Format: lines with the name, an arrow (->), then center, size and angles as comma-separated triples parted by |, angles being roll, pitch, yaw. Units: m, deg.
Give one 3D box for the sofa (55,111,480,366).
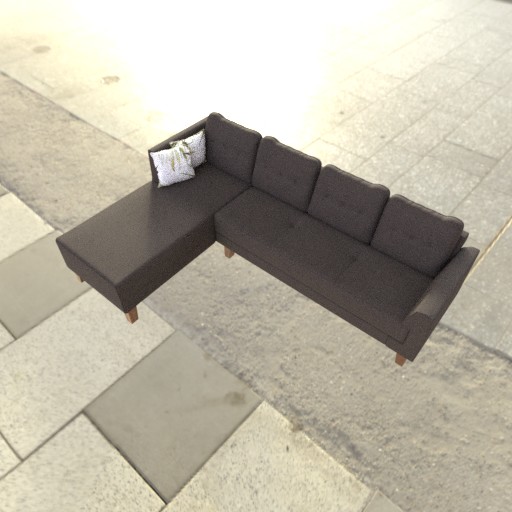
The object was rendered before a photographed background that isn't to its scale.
sofa -> 0.000, 0.000, 3.431 | 2.679, 0.932, 1.829 | 31, 54, 26
